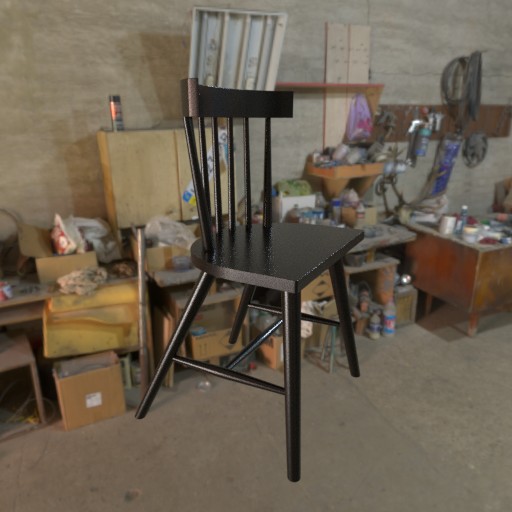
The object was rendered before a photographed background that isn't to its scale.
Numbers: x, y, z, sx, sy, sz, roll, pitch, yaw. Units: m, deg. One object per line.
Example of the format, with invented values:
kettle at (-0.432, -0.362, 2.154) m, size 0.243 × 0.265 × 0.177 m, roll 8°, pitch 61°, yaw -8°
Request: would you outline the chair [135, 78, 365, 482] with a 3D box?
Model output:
chair at (0.000, 0.000, 1.173) m, size 0.483 × 0.844 × 0.506 m, roll 9°, pitch 19°, yaw 27°
